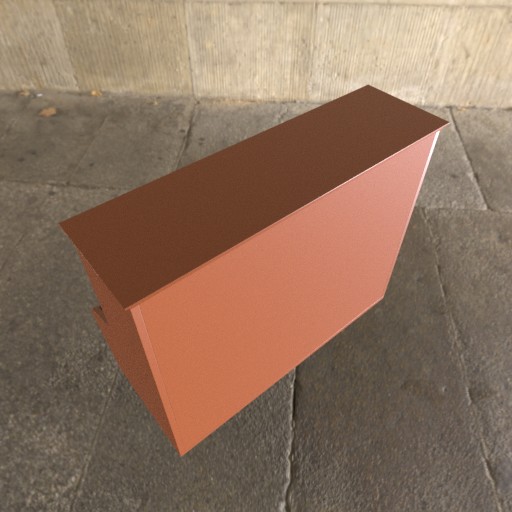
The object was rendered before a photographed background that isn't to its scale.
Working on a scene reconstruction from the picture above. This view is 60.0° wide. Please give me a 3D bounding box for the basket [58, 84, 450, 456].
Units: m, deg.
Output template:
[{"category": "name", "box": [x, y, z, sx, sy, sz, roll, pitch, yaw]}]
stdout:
[{"category": "basket", "box": [0.000, 0.000, 1.124, 0.792, 0.625, 0.376, -31, 54, -26]}]
